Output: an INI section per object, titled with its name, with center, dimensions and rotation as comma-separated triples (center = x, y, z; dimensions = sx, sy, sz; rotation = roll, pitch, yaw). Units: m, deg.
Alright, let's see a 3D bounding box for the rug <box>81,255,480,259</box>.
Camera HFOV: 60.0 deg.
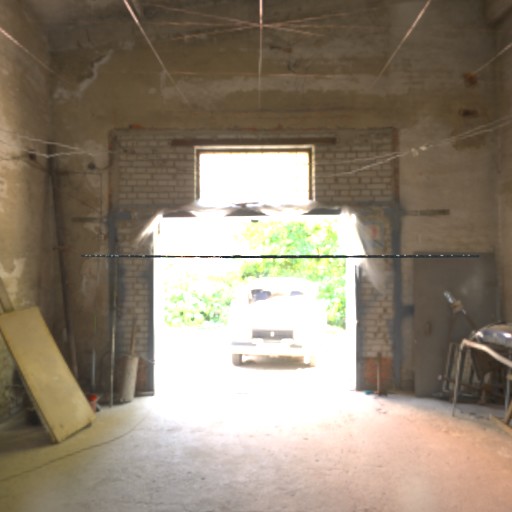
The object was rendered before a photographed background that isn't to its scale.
[rug]
center = 0.000, 0.000, 4.217
dimensions = 2.439, 0.022, 3.047
rotation = 0, 0, -36
